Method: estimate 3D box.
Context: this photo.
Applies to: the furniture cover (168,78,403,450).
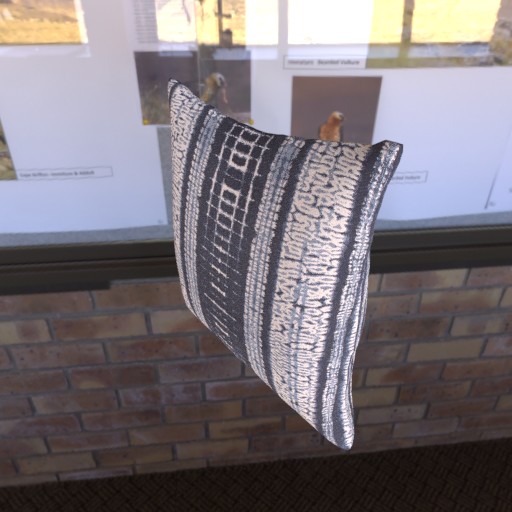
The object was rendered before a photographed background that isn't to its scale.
[{"bbox_3d":[0.000,0.000,0.646,0.133,0.435,0.425,-22,38,-32],"label":"furniture cover"}]
